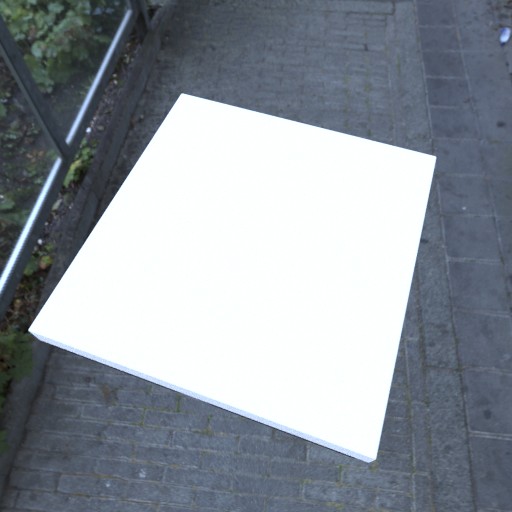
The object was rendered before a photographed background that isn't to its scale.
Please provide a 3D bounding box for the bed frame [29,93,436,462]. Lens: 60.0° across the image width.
[{"bbox_3d":[0.000,0.000,2.985,1.930,0.559,2.032,17,61,10],"label":"bed frame"}]
